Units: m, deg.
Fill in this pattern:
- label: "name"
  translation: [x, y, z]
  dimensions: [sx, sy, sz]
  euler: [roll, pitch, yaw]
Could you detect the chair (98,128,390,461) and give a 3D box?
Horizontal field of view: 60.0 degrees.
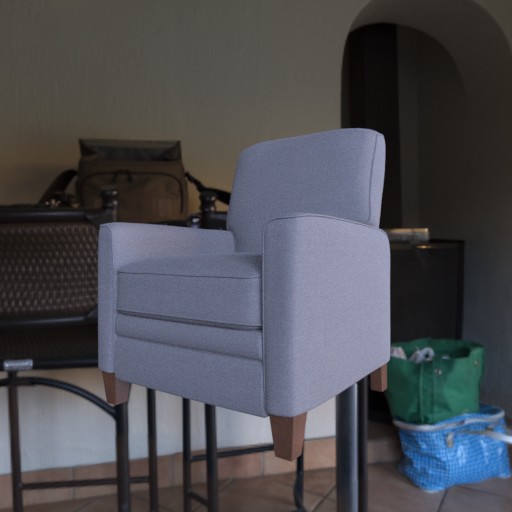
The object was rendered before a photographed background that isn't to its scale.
- label: "chair"
  translation: [0.000, 0.000, 1.635]
  dimensions: [0.845, 1.023, 0.859]
  euler: [1, 1, 35]
